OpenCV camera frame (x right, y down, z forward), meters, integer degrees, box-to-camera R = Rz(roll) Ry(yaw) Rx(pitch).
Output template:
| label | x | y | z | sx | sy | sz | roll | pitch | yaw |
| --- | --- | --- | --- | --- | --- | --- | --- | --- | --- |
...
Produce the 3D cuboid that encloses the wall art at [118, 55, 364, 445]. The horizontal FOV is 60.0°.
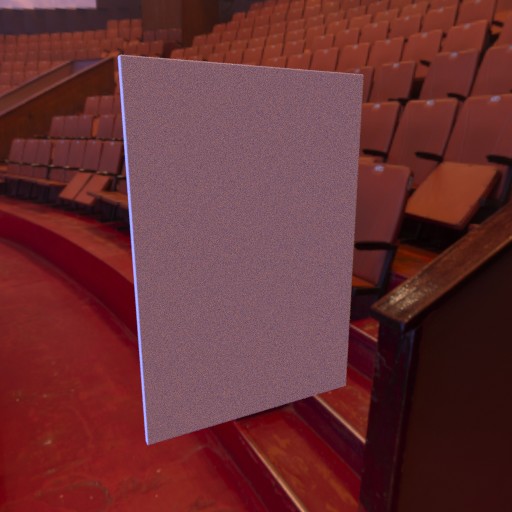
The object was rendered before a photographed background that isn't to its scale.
| label | x | y | z | sx | sy | sz | roll | pitch | yaw |
| --- | --- | --- | --- | --- | --- | --- | --- | --- | --- |
| wall art | 0.000 | 0.000 | 0.607 | 0.329 | 0.482 | 0.011 | -7 | 16 | -26 |
